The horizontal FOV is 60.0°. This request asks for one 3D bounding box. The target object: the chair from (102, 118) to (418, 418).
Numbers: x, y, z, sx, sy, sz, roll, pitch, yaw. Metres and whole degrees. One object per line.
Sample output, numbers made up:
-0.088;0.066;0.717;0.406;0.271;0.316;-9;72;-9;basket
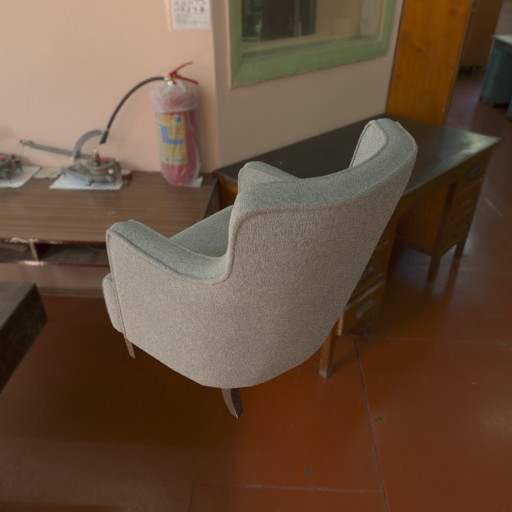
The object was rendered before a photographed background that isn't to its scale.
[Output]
0.000;0.000;1.579;0.910;0.920;0.820;23;39;30;chair
